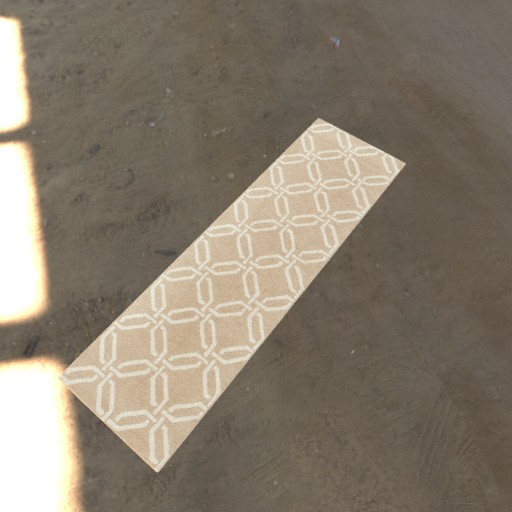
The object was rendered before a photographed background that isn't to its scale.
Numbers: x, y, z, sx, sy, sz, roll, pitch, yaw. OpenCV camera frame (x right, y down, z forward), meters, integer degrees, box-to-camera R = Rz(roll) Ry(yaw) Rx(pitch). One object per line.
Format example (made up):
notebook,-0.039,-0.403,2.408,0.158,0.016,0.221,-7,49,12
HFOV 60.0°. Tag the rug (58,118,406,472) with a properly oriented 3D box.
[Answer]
rug,0.000,0.000,2.506,0.678,0.014,2.276,34,65,18
